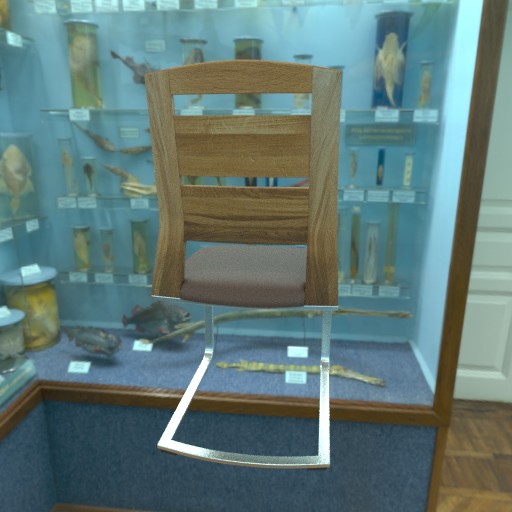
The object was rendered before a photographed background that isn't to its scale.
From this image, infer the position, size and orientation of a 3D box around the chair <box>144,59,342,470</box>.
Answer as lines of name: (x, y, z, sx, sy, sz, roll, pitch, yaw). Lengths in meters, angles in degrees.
chair: (0.000, 0.000, 1.266, 0.460, 0.970, 0.570, 2, 16, 8)
